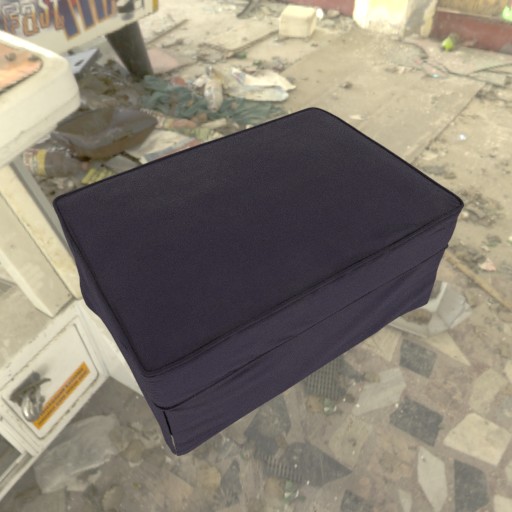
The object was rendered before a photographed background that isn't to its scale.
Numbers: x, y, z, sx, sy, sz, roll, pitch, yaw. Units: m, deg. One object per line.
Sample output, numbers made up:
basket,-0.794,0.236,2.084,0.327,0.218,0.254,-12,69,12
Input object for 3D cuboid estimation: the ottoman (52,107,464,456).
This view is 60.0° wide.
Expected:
ottoman,0.000,0.000,1.291,0.938,0.503,0.637,-26,52,-22
